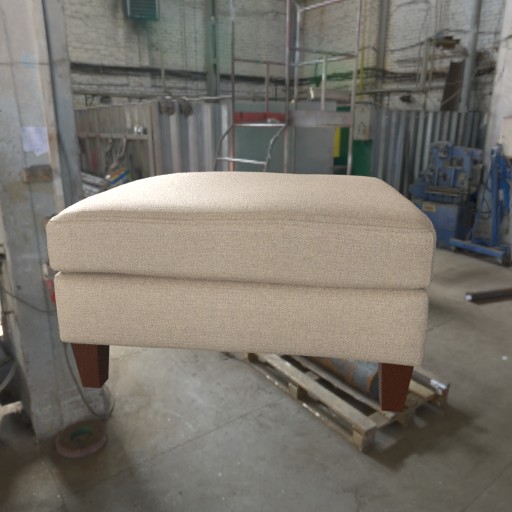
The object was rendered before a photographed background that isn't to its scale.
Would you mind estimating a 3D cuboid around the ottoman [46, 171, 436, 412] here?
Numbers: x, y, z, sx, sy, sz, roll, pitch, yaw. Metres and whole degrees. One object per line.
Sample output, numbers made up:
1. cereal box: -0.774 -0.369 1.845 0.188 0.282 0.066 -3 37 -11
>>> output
1. ottoman: 0.000 0.000 1.335 0.838 0.481 0.838 2 16 7
